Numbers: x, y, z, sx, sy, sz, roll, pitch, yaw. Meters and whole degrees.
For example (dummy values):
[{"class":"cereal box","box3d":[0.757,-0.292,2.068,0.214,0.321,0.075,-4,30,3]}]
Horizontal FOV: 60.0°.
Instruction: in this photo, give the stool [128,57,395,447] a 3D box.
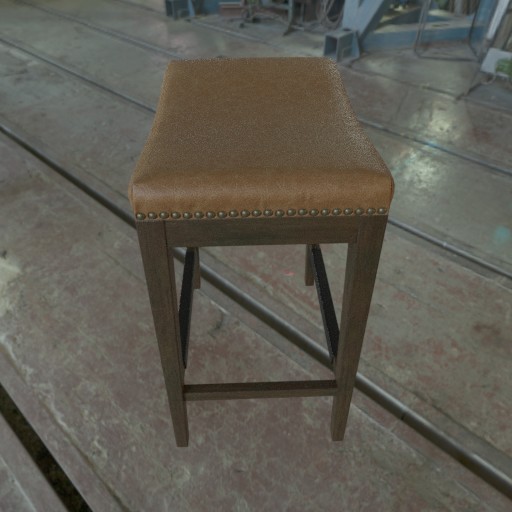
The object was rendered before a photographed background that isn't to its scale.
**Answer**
[{"class":"stool","box3d":[0.000,0.000,0.931,0.361,0.660,0.500,-1,42,-2]}]
